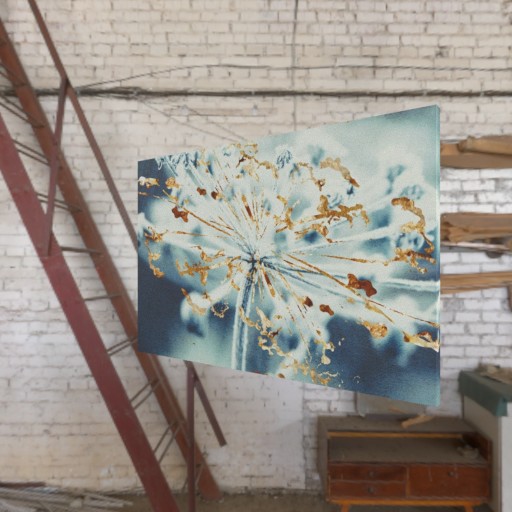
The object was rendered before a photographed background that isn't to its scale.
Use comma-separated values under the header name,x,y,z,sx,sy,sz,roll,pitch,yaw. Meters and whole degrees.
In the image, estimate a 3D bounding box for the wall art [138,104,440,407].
name,x,y,z,sx,sy,sz,roll,pitch,yaw
wall art,0.000,0.000,1.456,1.138,0.759,0.035,0,0,35
